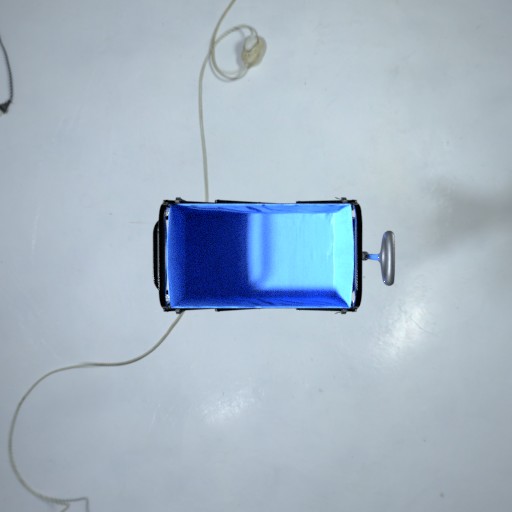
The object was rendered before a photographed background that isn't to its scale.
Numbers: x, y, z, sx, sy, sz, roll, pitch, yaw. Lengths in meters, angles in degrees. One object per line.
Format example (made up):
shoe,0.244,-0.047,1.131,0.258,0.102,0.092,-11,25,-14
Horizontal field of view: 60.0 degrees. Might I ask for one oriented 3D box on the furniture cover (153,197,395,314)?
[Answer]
furniture cover,0.000,0.000,1.856,1.038,1.295,0.532,0,91,0
